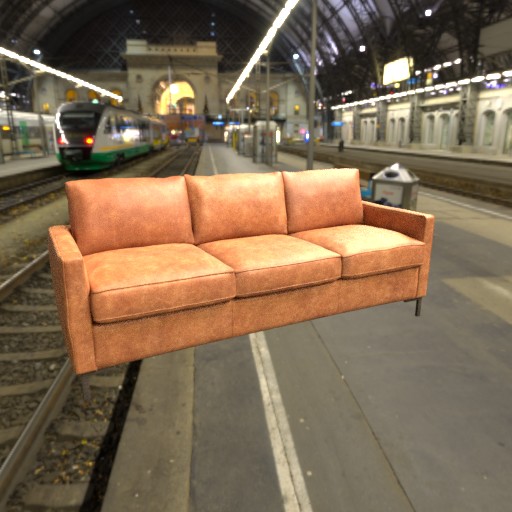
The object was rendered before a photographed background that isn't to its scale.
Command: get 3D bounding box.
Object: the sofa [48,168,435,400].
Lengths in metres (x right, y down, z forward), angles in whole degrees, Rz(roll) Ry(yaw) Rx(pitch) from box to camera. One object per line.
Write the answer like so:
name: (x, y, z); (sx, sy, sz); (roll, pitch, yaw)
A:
sofa: (0.000, 0.000, 2.429); (2.029, 0.863, 0.748); (-8, 17, -26)
